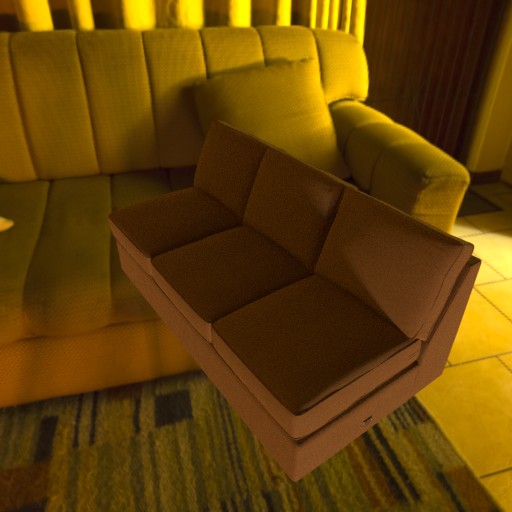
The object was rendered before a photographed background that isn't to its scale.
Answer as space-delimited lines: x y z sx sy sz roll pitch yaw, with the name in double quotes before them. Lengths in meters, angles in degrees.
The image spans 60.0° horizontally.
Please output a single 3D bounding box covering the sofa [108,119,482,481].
"sofa" 0.000 0.000 2.675 1.127 1.036 2.092 -22 39 -29
